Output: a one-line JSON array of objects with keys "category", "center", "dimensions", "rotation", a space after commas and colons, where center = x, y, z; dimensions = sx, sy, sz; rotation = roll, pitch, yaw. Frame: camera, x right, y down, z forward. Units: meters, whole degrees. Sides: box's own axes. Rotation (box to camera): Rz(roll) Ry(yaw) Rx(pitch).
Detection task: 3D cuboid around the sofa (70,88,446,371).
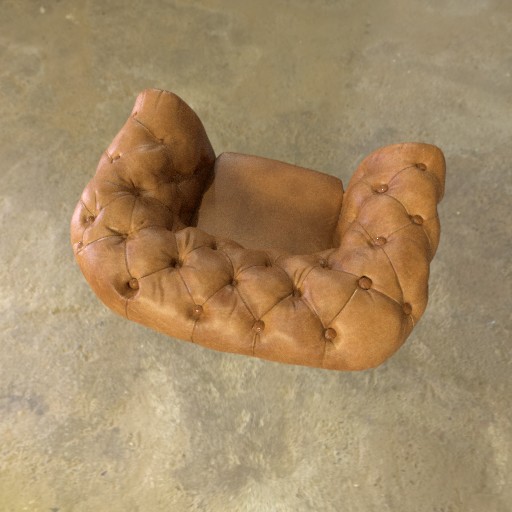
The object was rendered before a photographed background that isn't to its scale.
[{"category": "sofa", "center": [0.000, 0.000, 2.019], "dimensions": [1.405, 0.878, 1.033], "rotation": [14, 65, 7]}]
